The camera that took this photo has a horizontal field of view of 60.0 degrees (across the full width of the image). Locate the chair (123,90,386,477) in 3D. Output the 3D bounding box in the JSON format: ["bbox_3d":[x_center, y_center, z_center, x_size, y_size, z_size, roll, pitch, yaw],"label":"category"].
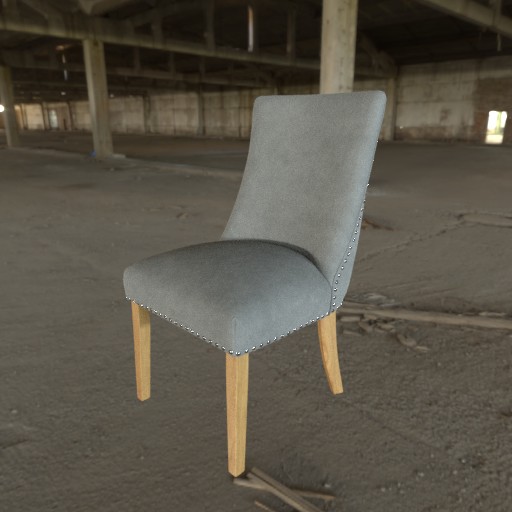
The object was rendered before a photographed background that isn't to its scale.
[{"bbox_3d":[0.000,0.000,1.280,0.610,0.902,0.495,-16,24,-42],"label":"chair"}]
